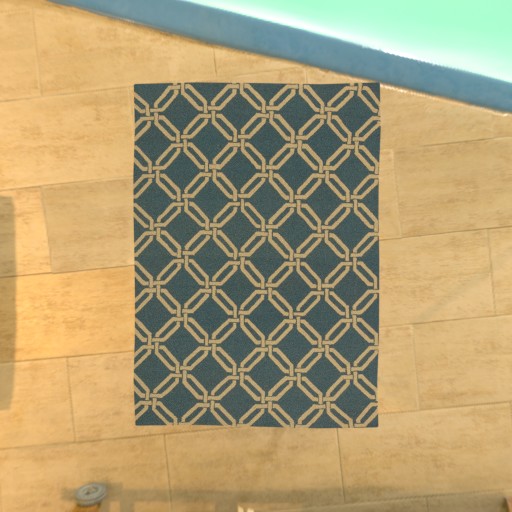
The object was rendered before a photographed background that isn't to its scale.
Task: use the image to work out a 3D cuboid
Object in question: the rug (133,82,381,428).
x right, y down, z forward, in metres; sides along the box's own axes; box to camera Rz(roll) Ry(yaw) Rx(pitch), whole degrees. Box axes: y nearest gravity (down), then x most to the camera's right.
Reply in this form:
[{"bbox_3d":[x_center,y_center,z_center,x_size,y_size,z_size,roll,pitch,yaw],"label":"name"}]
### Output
[{"bbox_3d":[0.000,0.000,2.732,1.524,0.013,2.135,0,91,1],"label":"rug"}]
